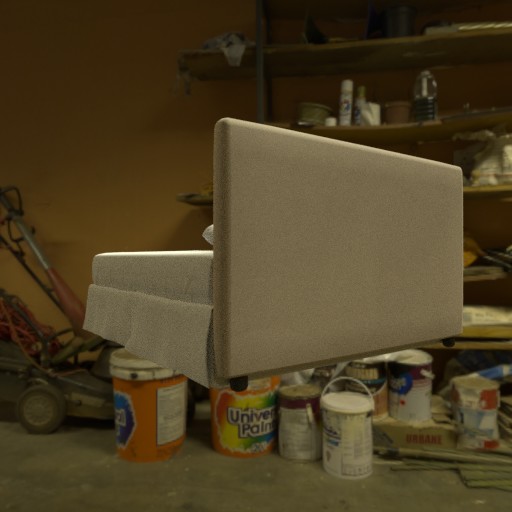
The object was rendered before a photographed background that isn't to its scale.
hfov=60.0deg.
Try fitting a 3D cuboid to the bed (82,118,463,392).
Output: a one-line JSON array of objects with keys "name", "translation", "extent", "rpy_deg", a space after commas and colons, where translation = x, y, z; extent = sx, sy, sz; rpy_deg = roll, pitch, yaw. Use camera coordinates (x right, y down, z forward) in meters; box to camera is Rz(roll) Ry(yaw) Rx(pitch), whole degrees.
[{"name": "bed", "translation": [0.000, 0.000, 3.547], "extent": [2.119, 1.317, 2.319], "rpy_deg": [0, 0, -35]}]
